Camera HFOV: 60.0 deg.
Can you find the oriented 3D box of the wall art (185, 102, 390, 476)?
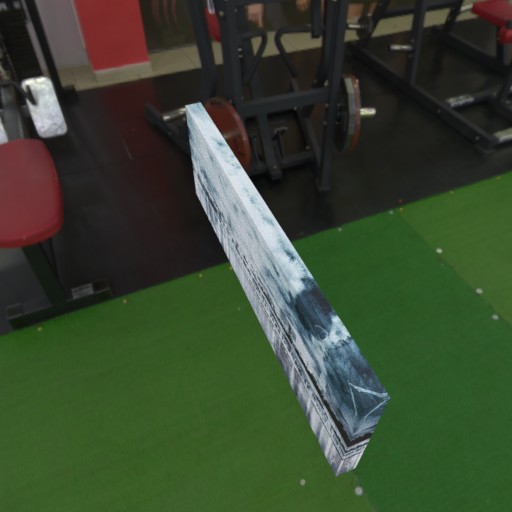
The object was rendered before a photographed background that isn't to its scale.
[{"bbox_3d":[0.000,0.000,0.851,0.037,0.251,0.759,-16,49,-15],"label":"wall art"}]
